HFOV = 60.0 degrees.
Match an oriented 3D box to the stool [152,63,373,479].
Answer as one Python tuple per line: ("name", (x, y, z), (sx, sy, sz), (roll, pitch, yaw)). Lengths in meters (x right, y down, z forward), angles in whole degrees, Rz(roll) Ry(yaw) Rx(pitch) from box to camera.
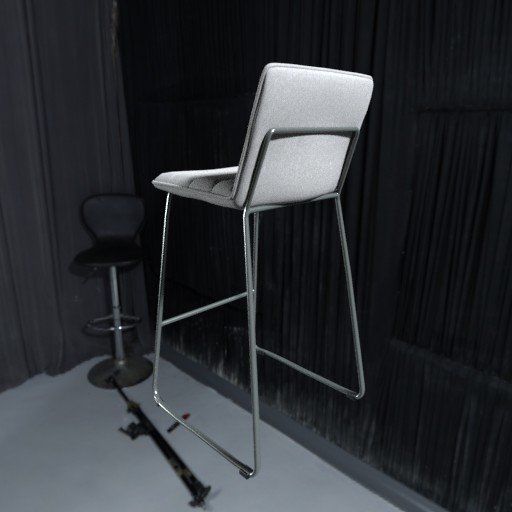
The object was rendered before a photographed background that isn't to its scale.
("stool", (0.000, 0.000, 1.268), (0.490, 0.960, 0.490), (-16, 23, -42))
